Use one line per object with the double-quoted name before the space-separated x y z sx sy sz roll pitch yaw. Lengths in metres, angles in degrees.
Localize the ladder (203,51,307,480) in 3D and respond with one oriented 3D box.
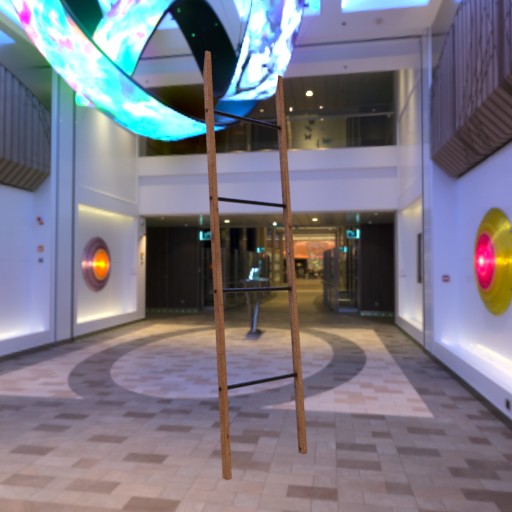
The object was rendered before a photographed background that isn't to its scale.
"ladder" 0.000 0.000 1.998 0.442 1.805 0.200 1 -2 -37
